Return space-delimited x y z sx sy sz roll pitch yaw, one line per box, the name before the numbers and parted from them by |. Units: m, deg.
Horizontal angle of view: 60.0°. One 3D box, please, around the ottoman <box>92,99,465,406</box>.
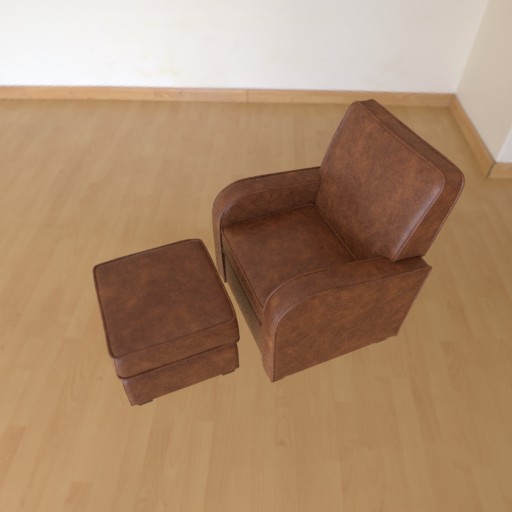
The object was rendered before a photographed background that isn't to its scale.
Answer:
ottoman | 0.000 0.000 1.842 1.314 0.904 0.732 -16 49 -15
